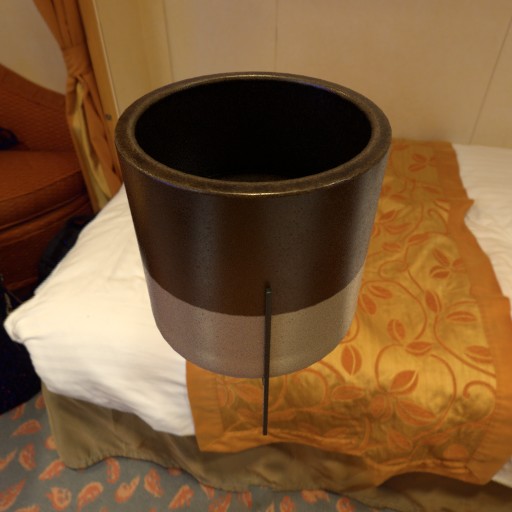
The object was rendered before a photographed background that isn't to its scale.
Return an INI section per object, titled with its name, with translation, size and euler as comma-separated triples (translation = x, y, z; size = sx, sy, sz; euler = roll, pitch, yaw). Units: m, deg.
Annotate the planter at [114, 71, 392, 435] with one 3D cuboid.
[planter]
translation = 0.000, 0.000, 0.711
size = 0.354, 0.465, 0.345
euler = -26, 47, -26
